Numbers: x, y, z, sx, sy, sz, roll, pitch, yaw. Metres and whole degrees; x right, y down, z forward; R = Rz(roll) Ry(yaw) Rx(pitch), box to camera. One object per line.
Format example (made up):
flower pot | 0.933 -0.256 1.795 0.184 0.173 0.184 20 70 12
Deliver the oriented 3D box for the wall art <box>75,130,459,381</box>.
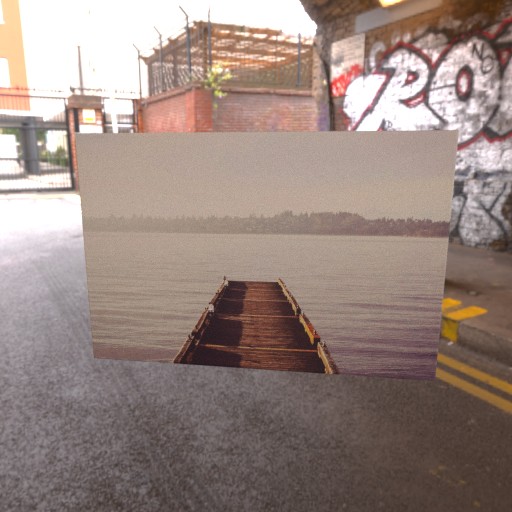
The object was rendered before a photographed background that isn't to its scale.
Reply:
wall art | 0.000 0.000 0.758 0.615 0.410 0.021 2 13 8
